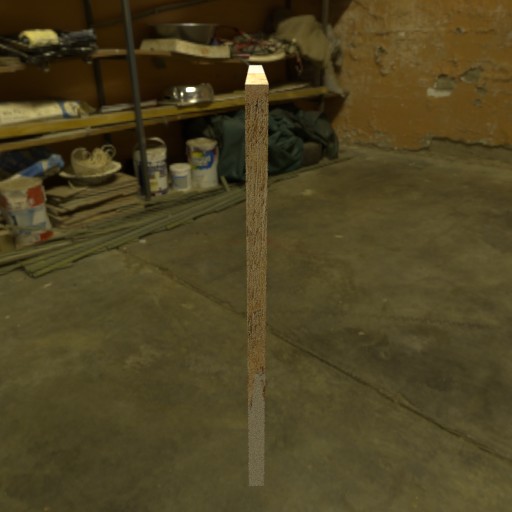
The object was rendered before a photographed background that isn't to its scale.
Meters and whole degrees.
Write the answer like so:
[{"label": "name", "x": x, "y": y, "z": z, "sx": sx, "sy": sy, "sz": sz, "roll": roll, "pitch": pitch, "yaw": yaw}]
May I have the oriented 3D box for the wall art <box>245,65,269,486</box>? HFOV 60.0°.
[{"label": "wall art", "x": 0.000, "y": 0.000, "z": 0.798, "sx": 0.026, "sy": 0.613, "sz": 0.458, "roll": 0, "pitch": 26, "yaw": 0}]
